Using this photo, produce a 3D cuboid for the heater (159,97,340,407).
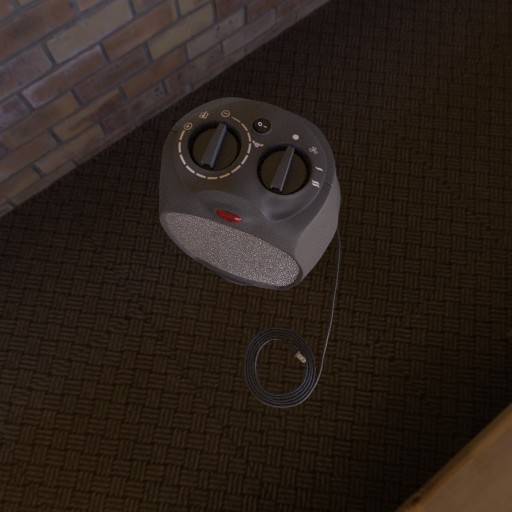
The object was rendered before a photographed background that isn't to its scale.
[{"bbox_3d":[0.000,0.000,0.476,0.239,0.255,0.291,20,76,5],"label":"heater"}]
